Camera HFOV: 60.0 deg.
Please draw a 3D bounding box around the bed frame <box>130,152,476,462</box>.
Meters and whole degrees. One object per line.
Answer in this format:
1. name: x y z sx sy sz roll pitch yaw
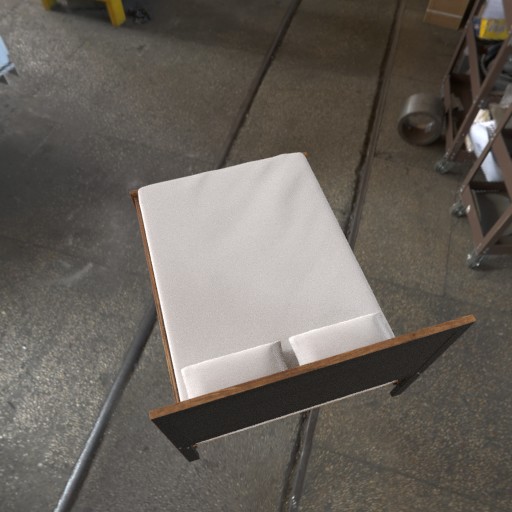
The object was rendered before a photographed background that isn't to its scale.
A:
1. bed frame: 0.000 0.000 3.337 1.696 1.417 2.276 -14 59 -9
